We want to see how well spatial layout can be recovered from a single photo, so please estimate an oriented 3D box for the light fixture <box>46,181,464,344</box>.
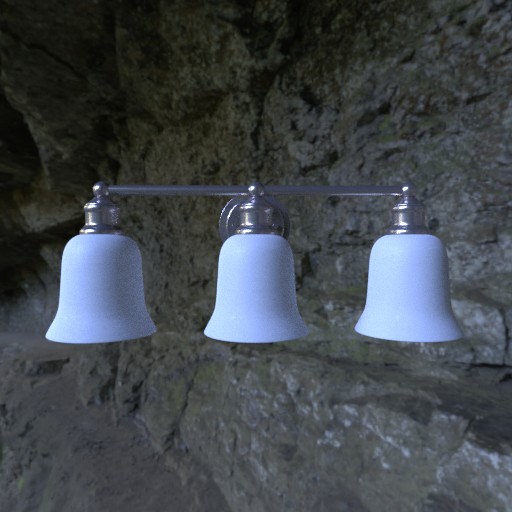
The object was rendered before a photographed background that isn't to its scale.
[{"bbox_3d":[0.000,0.000,0.644,0.570,0.211,0.198,0,1,-1],"label":"light fixture"}]
